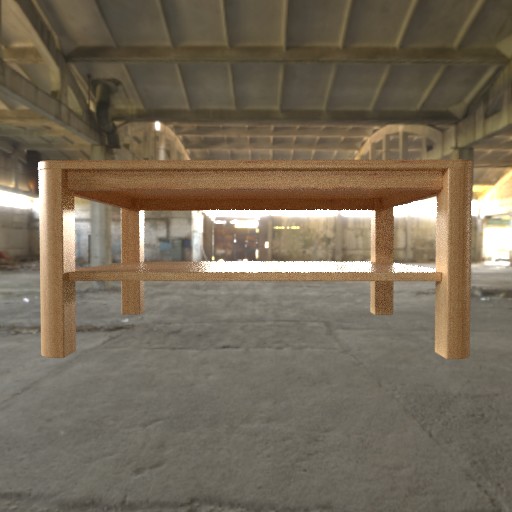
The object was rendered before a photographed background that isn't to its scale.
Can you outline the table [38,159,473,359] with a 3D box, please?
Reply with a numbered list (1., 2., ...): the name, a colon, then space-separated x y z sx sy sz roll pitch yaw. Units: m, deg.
1. table: 0.000 0.000 1.338 0.997 0.445 0.696 0 1 1
